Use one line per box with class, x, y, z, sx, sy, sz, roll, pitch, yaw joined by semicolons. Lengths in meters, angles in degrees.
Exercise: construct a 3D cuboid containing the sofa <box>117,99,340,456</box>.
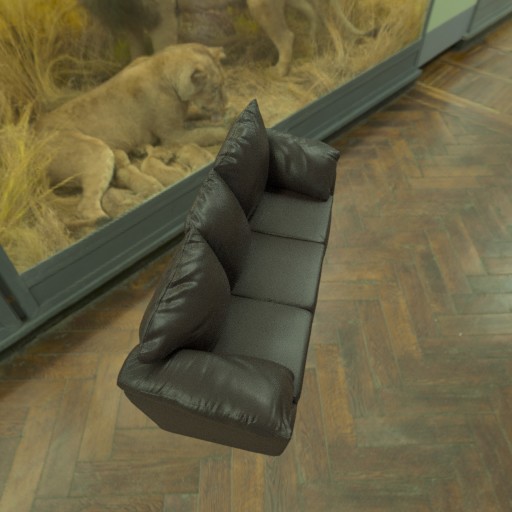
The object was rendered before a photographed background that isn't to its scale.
sofa;0.000;0.000;2.941;0.907;1.091;2.390;10;48;9
